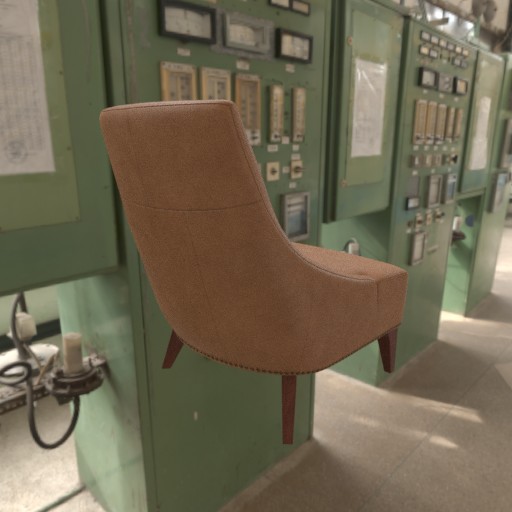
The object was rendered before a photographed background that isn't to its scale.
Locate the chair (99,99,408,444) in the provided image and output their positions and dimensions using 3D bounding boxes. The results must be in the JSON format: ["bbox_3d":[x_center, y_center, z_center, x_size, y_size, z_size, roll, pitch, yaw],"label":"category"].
[{"bbox_3d":[0.000,0.000,1.454,0.701,0.909,0.861,14,21,43],"label":"chair"}]
